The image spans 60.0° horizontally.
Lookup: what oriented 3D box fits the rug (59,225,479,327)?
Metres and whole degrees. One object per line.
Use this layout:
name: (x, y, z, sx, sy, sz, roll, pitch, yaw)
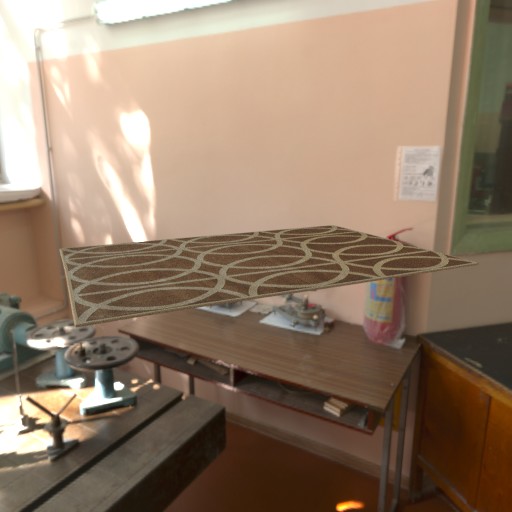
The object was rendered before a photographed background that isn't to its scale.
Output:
rug: (0.000, 0.000, 2.878, 2.290, 0.014, 1.526, -6, 15, -25)
